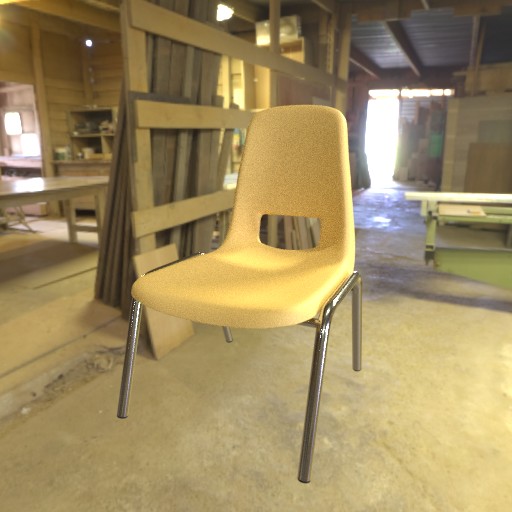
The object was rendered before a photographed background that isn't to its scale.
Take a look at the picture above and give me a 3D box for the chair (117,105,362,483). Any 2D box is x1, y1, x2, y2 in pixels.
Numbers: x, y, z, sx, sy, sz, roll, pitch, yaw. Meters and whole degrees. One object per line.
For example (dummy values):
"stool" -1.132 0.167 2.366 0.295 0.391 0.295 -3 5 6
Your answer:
"chair" 0.000 0.000 0.791 0.354 0.536 0.385 7 16 26
